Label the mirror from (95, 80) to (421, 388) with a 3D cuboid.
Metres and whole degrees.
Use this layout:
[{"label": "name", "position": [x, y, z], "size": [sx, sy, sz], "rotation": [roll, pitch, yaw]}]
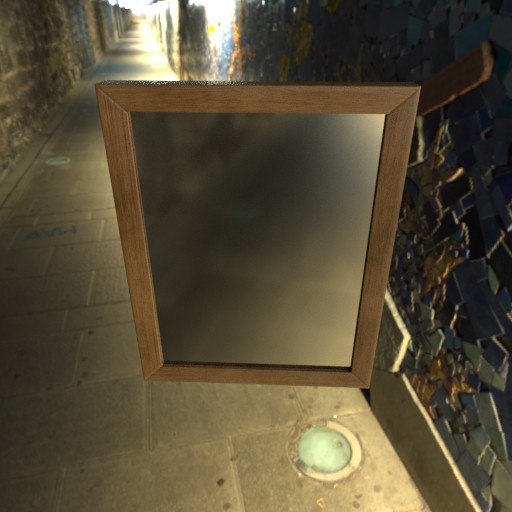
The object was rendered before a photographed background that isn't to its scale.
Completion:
[{"label": "mirror", "position": [0.000, 0.000, 0.691], "size": [0.405, 0.508, 0.041], "rotation": [1, 29, 2]}]
